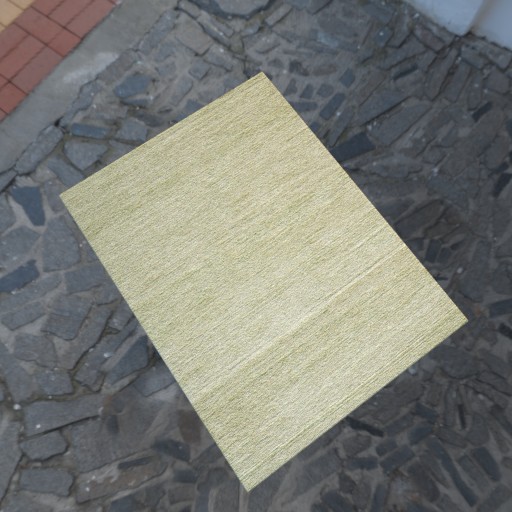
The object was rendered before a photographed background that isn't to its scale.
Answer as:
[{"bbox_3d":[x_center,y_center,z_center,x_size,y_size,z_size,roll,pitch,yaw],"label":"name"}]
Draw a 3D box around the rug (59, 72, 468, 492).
[{"bbox_3d":[0.000,0.000,4.144,2.425,0.016,3.198,-34,78,-9],"label":"rug"}]
